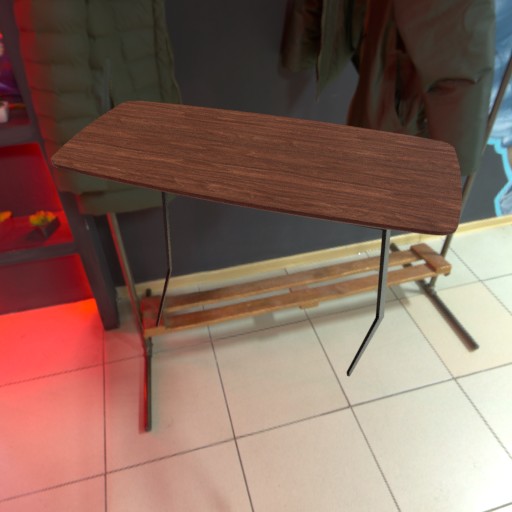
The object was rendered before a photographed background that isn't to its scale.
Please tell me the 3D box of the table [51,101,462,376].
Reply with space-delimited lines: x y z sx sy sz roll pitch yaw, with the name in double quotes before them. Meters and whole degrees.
"table" 0.000 0.000 1.107 0.804 0.576 0.361 12 43 13
